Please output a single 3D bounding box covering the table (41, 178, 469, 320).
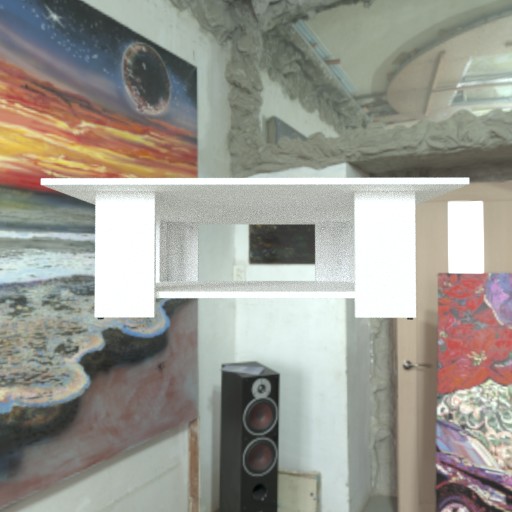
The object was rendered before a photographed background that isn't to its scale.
[{"bbox_3d":[0.000,0.000,1.361,0.890,0.305,0.890,0,-1,0],"label":"table"}]
